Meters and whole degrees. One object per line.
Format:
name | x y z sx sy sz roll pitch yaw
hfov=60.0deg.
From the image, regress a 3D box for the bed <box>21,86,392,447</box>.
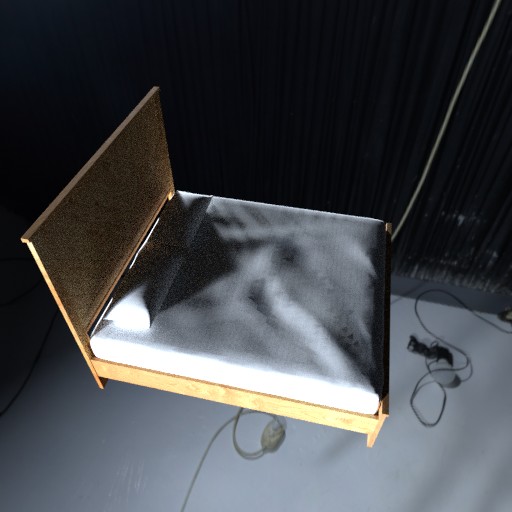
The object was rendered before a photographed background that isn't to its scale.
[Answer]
bed | 0.000 0.000 3.517 2.201 1.686 1.936 9 46 9
